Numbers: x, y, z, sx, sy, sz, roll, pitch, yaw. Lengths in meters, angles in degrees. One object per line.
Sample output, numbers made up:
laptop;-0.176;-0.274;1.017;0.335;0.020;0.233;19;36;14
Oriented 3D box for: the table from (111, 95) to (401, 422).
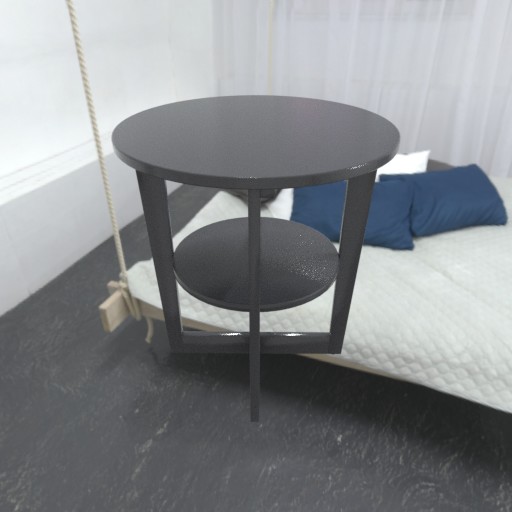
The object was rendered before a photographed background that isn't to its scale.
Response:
table;0.000;0.000;0.938;0.500;0.550;0.500;0;32;0
